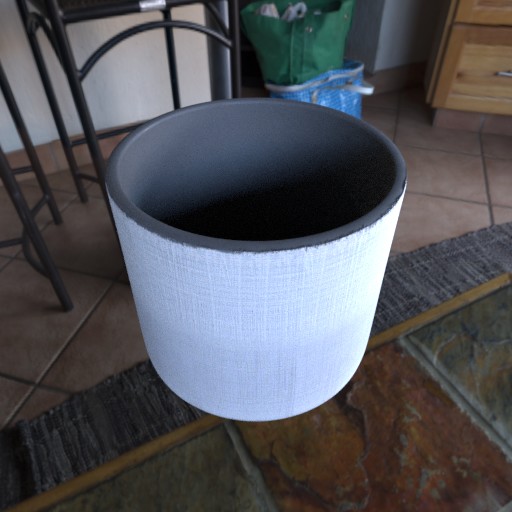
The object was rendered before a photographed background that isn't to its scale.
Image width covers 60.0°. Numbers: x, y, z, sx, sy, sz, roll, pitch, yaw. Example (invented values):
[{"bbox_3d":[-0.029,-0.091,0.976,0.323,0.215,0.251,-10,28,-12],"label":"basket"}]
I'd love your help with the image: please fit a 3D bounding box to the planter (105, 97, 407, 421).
[{"bbox_3d":[0.000,0.000,0.392,0.221,0.201,0.221,0,42,0],"label":"planter"}]
